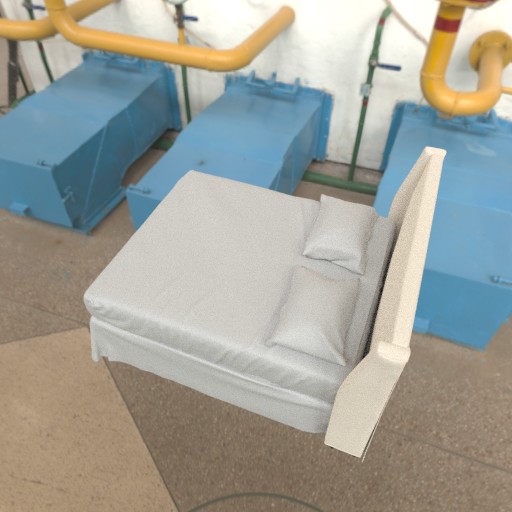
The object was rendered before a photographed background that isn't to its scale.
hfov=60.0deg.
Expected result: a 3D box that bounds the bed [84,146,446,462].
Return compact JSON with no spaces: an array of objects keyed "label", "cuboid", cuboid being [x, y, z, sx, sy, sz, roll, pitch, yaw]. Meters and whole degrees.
[{"label":"bed","cuboid":[0.000,0.000,3.389,2.276,1.332,1.925,16,48,15]}]
